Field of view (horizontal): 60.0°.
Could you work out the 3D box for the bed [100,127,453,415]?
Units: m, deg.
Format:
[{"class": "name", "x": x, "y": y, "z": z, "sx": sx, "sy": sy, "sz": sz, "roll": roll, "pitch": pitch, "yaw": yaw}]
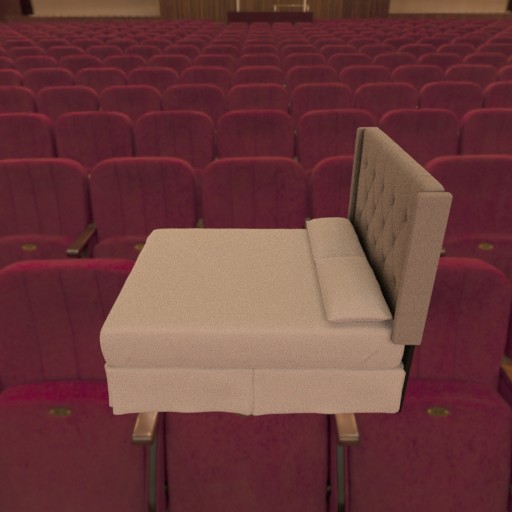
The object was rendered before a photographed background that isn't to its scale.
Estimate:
[{"class": "bed", "x": 0.000, "y": 0.000, "z": 3.434, "sx": 2.066, "sy": 1.665, "sz": 1.719, "roll": 0, "pitch": 28, "yaw": 1}]
